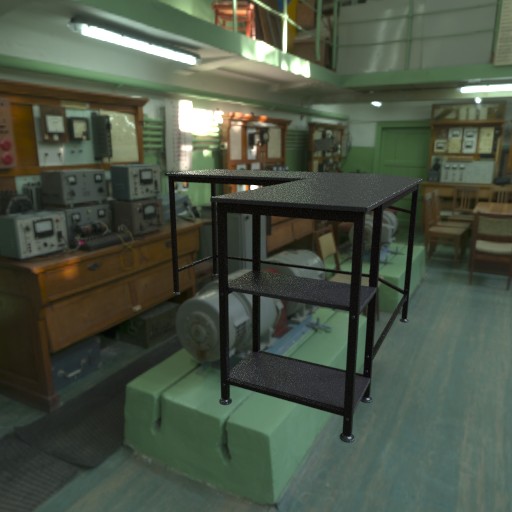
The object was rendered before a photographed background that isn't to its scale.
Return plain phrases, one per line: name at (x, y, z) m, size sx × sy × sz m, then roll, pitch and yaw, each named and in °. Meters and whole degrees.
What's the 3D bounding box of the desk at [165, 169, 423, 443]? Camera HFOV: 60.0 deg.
desk at (0.000, 0.000, 2.179) m, size 1.379 × 0.739 × 1.379 m, roll 7°, pitch 16°, yaw 26°
